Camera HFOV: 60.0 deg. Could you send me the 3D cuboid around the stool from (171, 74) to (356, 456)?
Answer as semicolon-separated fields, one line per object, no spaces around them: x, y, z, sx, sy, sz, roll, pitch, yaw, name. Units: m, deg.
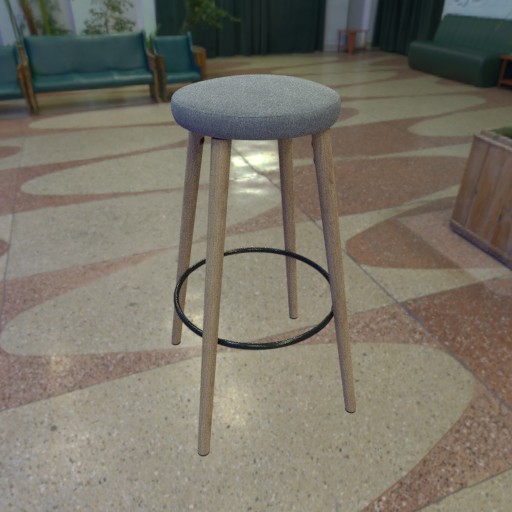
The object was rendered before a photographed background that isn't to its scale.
0.000;0.000;1.029;0.410;0.770;0.410;-10;34;-15;stool
